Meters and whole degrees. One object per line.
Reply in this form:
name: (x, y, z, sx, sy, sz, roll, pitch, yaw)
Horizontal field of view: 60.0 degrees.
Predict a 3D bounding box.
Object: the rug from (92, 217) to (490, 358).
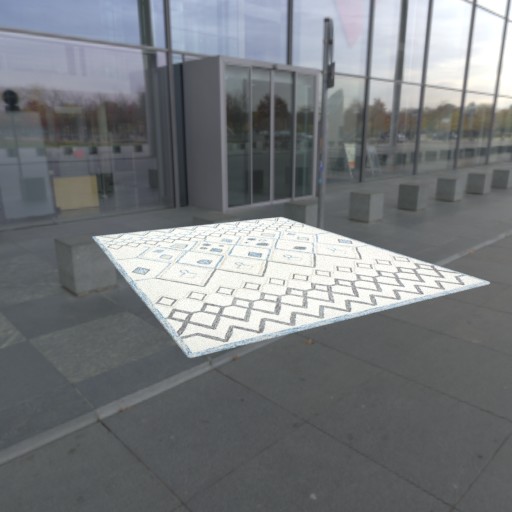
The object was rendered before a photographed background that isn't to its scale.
rug: (0.000, 0.000, 4.125, 2.441, 0.013, 3.056, -8, 18, -27)
